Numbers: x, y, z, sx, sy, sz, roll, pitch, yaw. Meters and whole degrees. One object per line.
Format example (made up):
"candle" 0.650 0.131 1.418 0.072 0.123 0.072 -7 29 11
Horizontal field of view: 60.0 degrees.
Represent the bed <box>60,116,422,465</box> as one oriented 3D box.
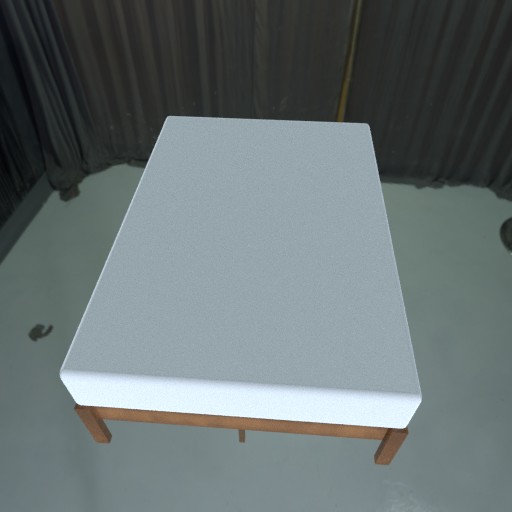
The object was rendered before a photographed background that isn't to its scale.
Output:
"bed" 0.000 0.000 2.475 1.348 0.616 1.927 3 46 3
